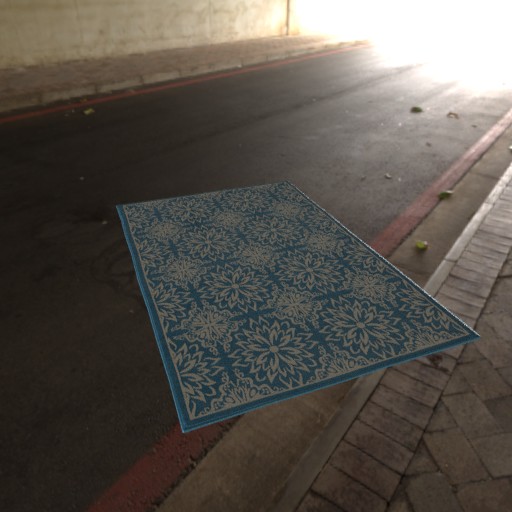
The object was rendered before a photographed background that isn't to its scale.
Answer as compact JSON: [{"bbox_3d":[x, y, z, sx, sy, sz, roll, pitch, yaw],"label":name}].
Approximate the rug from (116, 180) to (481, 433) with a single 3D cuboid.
[{"bbox_3d":[0.000,0.000,2.305,1.211,0.012,1.833,-11,33,-18],"label":"rug"}]
